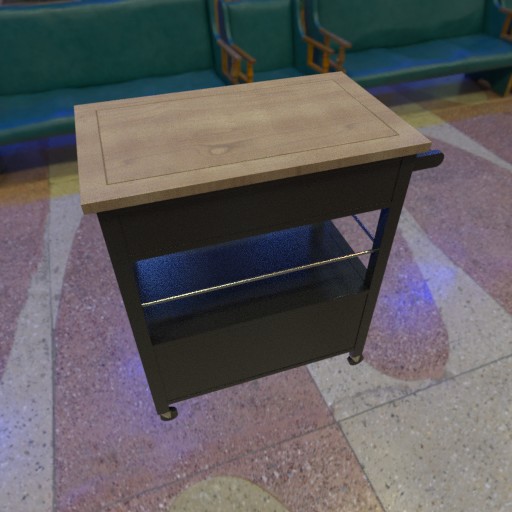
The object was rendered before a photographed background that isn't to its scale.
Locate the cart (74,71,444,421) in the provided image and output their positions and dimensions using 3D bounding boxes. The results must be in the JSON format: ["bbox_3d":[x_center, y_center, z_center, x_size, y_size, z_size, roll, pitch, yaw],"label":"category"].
[{"bbox_3d":[0.000,0.000,1.387,0.840,0.901,0.459,-13,44,-13],"label":"cart"}]
